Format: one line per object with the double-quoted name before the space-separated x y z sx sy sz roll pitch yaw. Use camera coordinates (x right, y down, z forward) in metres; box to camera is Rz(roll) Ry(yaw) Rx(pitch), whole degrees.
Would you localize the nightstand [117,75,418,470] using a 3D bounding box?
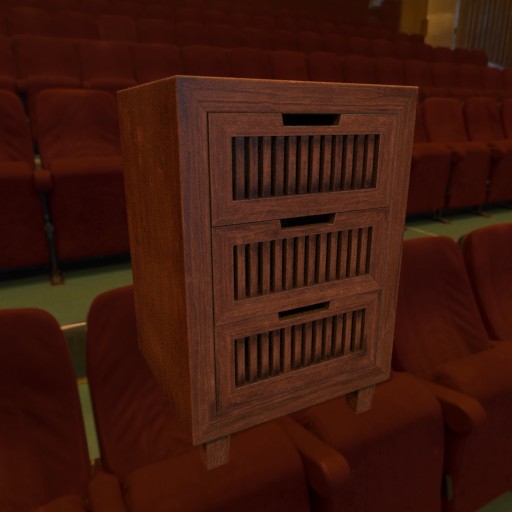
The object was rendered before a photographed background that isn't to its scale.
"nightstand" 0.000 0.000 0.986 0.465 0.695 0.410 -9 19 -27
